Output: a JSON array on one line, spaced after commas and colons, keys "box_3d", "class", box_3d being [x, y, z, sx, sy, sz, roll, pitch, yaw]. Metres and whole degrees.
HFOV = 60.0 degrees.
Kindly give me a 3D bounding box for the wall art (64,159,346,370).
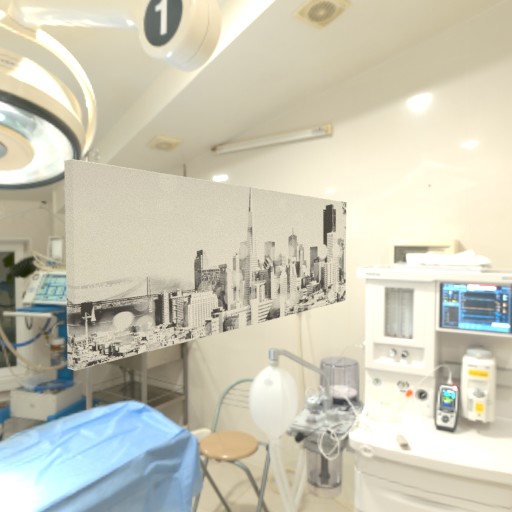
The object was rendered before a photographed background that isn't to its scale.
[{"box_3d": [0.000, 0.000, 1.683, 0.039, 0.507, 1.520, 2, 3, 36], "class": "wall art"}]
